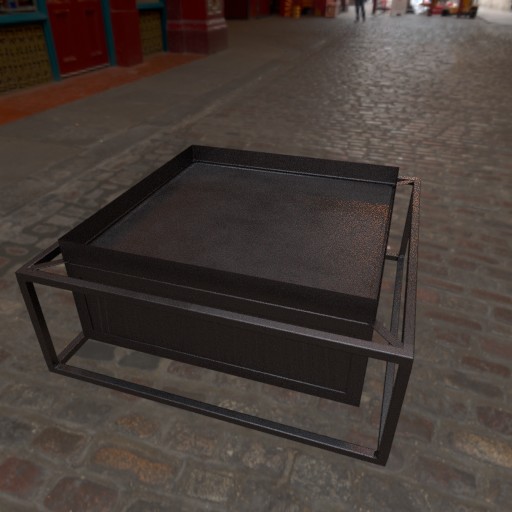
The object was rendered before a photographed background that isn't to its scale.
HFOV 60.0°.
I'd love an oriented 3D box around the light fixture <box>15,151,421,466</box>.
[{"bbox_3d":[0.000,0.000,0.665,0.441,0.191,0.441,10,33,15],"label":"light fixture"}]
